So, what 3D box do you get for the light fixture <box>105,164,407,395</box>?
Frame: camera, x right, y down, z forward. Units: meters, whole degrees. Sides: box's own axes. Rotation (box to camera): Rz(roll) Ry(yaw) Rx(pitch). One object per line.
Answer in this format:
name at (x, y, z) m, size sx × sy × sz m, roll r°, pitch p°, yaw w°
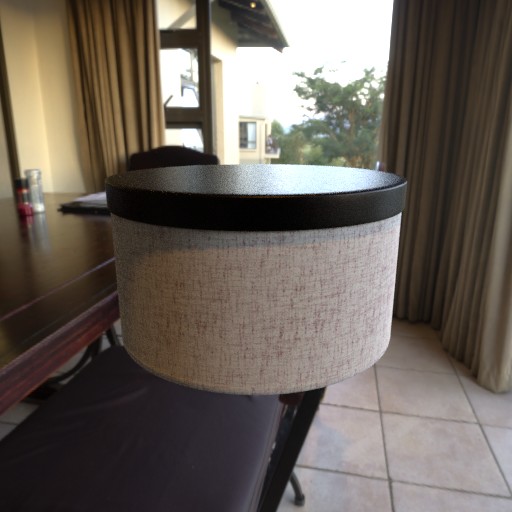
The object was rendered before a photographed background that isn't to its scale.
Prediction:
light fixture at (0.000, 0.000, 0.631) m, size 0.389 × 0.229 × 0.389 m, roll 0°, pitch 16°, yaw 0°
